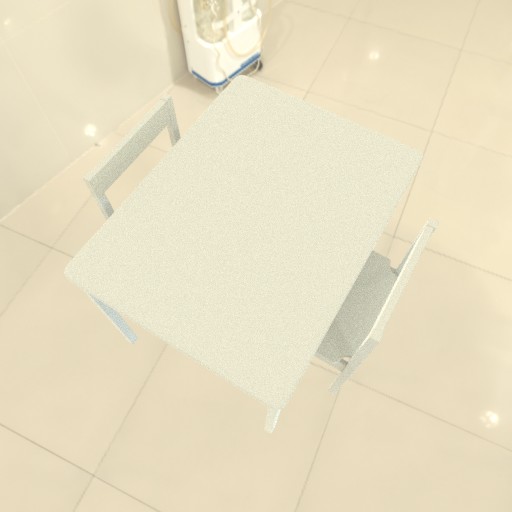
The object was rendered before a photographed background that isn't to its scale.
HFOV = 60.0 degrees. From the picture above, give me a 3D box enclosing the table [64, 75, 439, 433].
[{"bbox_3d":[0.000,0.000,1.116,0.672,0.503,0.650,29,66,14],"label":"table"}]
